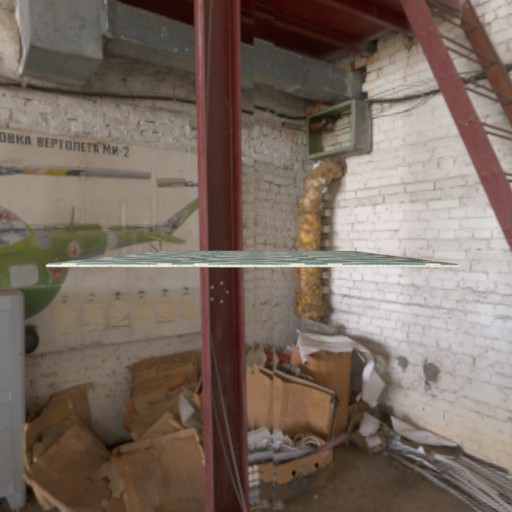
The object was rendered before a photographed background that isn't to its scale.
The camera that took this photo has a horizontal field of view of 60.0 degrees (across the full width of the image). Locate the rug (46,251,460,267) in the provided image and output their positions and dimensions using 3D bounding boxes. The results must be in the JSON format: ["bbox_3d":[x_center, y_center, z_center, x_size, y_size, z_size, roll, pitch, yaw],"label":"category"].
[{"bbox_3d":[0.000,0.000,4.155,2.466,0.021,3.049,0,2,1],"label":"rug"}]
